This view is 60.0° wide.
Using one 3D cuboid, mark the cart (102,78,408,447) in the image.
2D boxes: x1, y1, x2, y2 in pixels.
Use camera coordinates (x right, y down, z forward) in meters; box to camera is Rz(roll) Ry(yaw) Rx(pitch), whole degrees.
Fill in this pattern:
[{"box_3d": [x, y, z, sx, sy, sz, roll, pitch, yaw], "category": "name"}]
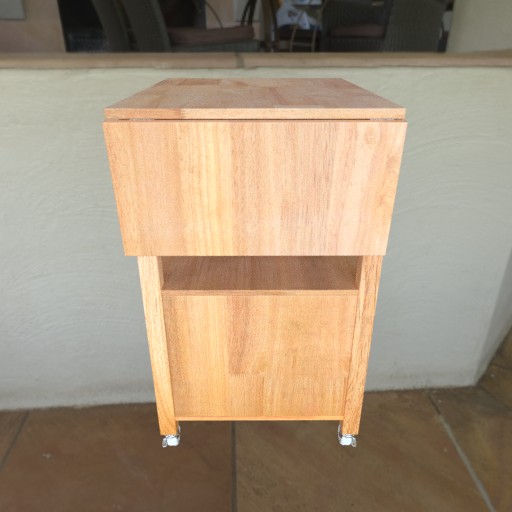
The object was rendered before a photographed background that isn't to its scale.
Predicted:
[{"box_3d": [0.000, 0.000, 1.184, 0.508, 0.838, 0.640, 0, 26, 0], "category": "cart"}]
